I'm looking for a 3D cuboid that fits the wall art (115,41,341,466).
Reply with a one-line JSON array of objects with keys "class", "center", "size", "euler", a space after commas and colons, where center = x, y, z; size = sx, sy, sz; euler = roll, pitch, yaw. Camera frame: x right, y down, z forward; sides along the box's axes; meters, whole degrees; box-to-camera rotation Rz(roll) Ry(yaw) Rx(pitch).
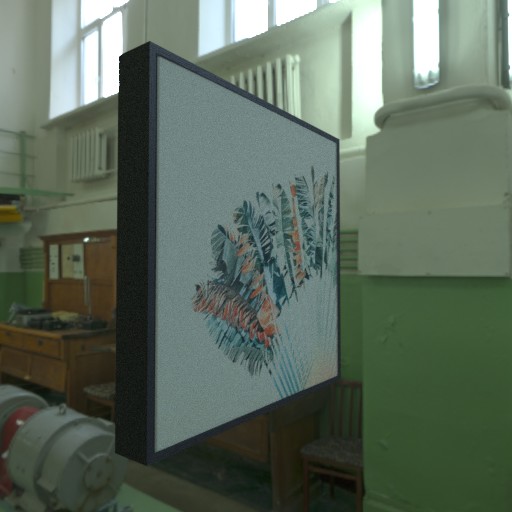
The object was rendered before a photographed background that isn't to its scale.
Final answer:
[{"class": "wall art", "center": [0.000, 0.000, 0.444], "size": [0.036, 0.300, 0.302], "euler": [-1, -2, 37]}]
